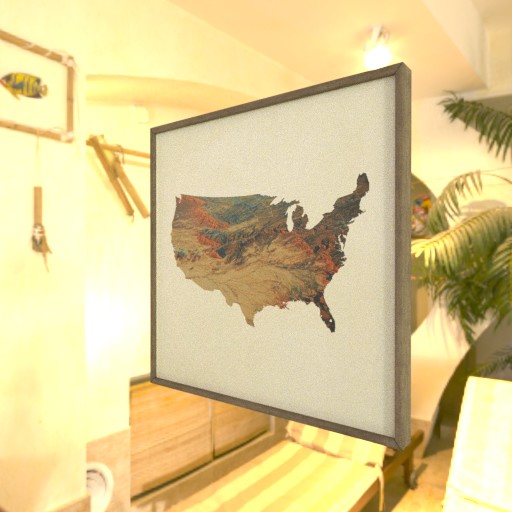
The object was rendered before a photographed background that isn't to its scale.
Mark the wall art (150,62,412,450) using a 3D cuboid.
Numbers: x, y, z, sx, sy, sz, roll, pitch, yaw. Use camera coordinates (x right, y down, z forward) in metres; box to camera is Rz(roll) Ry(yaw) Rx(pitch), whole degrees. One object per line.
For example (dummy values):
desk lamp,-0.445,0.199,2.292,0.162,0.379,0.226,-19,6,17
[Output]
wall art,0.000,0.000,1.100,0.749,0.751,0.050,0,0,37
